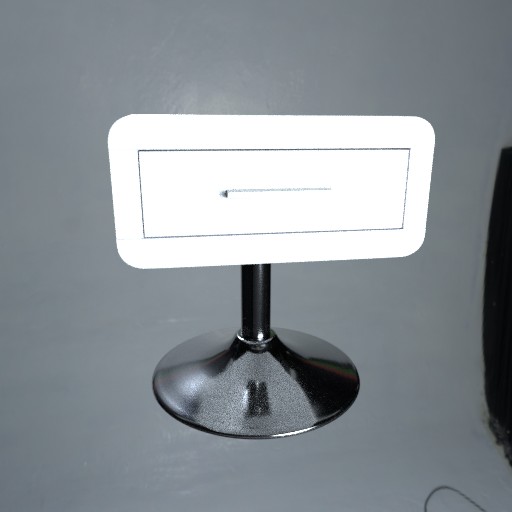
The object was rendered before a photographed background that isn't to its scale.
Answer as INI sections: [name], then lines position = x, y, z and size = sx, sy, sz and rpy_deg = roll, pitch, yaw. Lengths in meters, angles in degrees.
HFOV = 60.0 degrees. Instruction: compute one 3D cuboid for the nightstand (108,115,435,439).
[nightstand]
position = 0.000, 0.000, 0.758
size = 0.399, 0.447, 0.404
rpy_deg = -2, 16, -9
